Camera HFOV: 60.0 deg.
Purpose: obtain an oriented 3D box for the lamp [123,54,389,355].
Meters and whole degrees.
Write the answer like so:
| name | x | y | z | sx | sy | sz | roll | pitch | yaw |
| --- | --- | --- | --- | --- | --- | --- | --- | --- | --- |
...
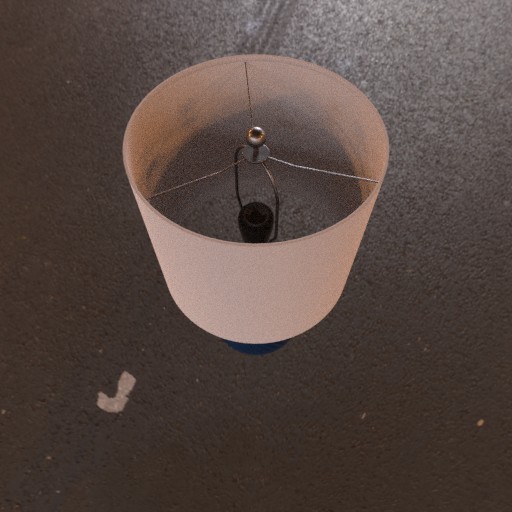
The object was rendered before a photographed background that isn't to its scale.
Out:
| name | x | y | z | sx | sy | sz | roll | pitch | yaw |
| --- | --- | --- | --- | --- | --- | --- | --- | --- | --- |
| lamp | 0.000 | 0.000 | 0.493 | 0.203 | 0.368 | 0.203 | -31 | 64 | -18 |
